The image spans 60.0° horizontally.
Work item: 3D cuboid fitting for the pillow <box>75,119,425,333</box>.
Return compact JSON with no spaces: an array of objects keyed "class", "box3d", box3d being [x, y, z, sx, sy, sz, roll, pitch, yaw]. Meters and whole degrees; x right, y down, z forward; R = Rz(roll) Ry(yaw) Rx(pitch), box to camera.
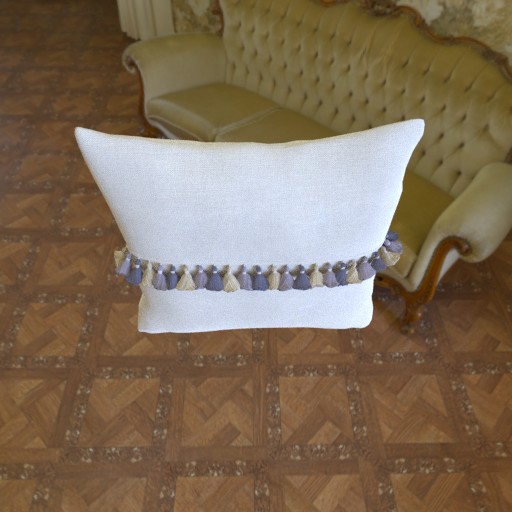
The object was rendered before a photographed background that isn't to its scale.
[{"class":"pillow","box3d":[0.000,0.000,0.749,0.489,0.481,0.165,-2,47,-2]}]
